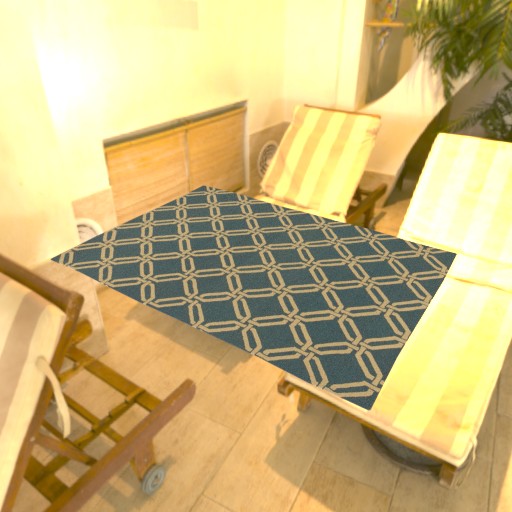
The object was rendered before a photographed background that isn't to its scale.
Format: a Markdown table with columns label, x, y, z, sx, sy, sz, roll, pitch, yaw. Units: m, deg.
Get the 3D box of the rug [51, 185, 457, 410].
| label | x | y | z | sx | sy | sz | roll | pitch | yaw |
| --- | --- | --- | --- | --- | --- | --- | --- | --- | --- |
| rug | 0.000 | 0.000 | 2.828 | 2.135 | 0.013 | 1.524 | 19 | 35 | 29 |
